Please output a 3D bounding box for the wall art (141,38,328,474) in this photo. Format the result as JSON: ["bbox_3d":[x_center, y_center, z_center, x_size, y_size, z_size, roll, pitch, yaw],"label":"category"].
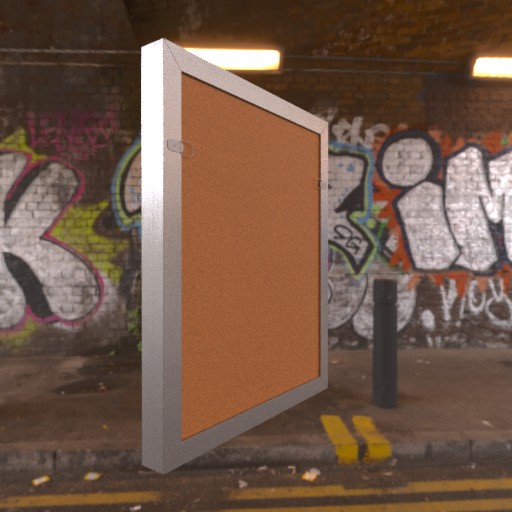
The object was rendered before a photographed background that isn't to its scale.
[{"bbox_3d":[0.000,0.000,0.516,0.030,0.379,0.308,0,0,36],"label":"wall art"}]
